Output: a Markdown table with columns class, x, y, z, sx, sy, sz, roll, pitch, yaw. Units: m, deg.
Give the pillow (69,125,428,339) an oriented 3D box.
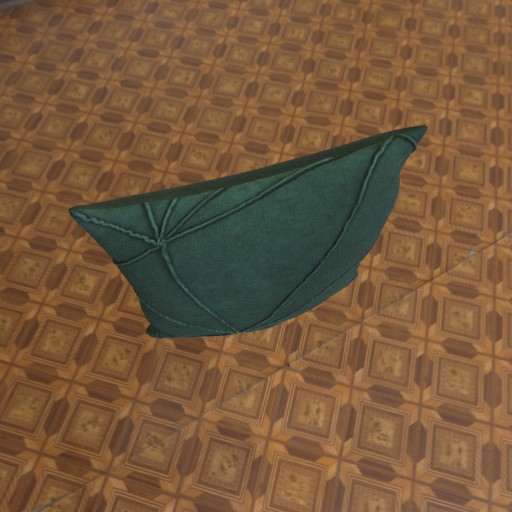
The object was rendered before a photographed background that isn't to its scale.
| class | x | y | z | sx | sy | sz | roll | pitch | yaw |
| --- | --- | --- | --- | --- | --- | --- | --- | --- | --- |
| pillow | 0.000 | 0.000 | 0.692 | 0.439 | 0.440 | 0.184 | -15 | 64 | -8 |
